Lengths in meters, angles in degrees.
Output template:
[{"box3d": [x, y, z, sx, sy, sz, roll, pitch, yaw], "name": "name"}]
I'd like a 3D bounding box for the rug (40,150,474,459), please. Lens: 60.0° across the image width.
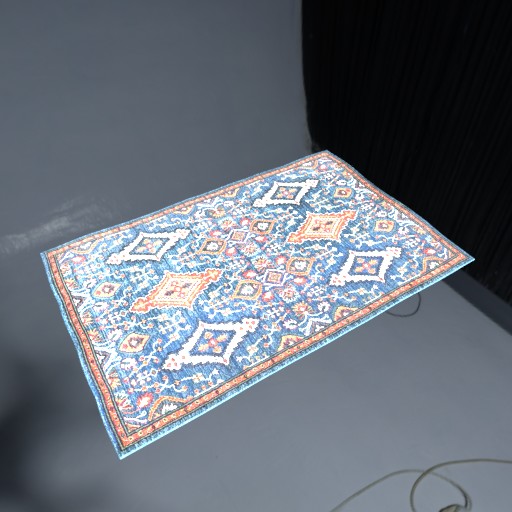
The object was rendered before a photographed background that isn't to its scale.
[{"box3d": [0.000, 0.000, 2.218, 1.847, 0.014, 1.195, -24, 50, -22], "name": "rug"}]
